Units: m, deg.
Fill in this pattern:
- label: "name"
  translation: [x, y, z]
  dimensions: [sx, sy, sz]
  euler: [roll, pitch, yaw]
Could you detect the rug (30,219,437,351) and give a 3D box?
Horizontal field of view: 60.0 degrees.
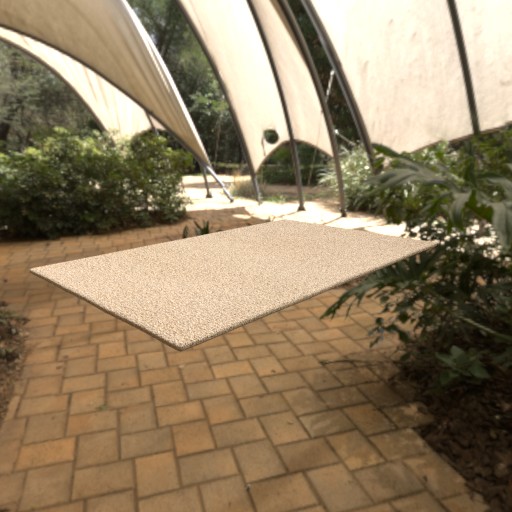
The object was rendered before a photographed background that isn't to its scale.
- label: "rug"
  translation: [0.000, 0.000, 3.057]
  dimensions: [1.524, 0.030, 2.438]
  euler: [14, 20, 42]
